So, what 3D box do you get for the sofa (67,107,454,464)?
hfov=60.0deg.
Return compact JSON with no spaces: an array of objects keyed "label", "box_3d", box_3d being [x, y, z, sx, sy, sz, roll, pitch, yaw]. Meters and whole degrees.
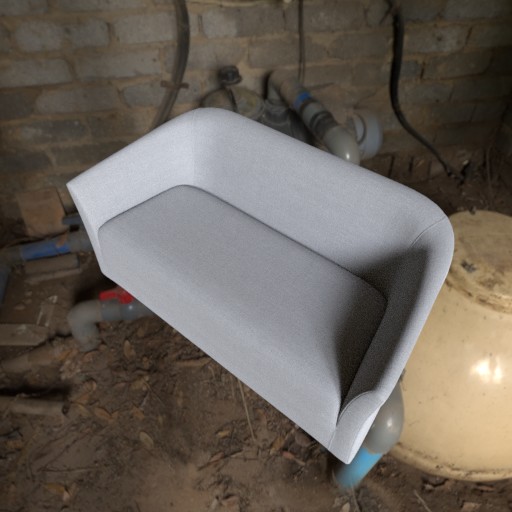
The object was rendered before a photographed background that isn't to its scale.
[{"label":"sofa","box_3d":[0.000,0.000,1.814,1.452,0.721,0.705,31,54,26]}]
